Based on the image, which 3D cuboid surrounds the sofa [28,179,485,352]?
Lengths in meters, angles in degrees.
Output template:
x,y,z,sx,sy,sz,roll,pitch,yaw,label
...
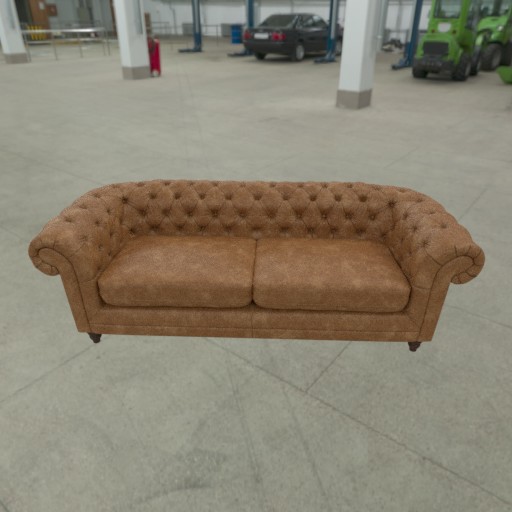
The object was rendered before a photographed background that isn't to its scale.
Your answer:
x,y,z,sx,sy,sz,roll,pitch,yaw,label
0.000,0.000,2.806,2.365,0.760,0.989,1,29,2,sofa
